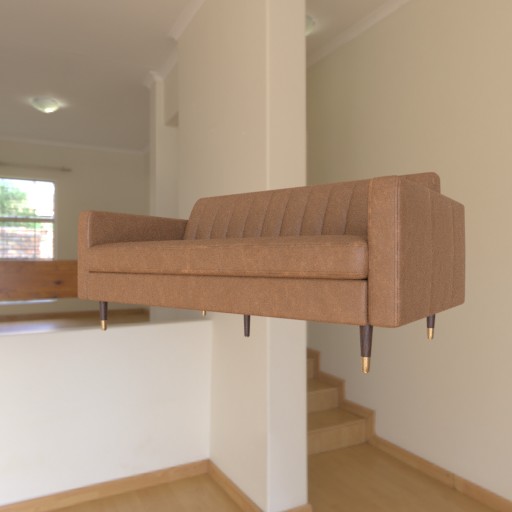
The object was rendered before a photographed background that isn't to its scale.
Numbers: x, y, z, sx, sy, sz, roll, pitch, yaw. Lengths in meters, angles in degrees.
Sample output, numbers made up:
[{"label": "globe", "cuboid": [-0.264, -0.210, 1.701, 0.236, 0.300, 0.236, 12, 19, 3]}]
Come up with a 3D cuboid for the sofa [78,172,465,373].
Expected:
[{"label": "sofa", "cuboid": [0.000, 0.000, 2.307, 1.847, 0.821, 0.993, 0, -1, 37]}]
